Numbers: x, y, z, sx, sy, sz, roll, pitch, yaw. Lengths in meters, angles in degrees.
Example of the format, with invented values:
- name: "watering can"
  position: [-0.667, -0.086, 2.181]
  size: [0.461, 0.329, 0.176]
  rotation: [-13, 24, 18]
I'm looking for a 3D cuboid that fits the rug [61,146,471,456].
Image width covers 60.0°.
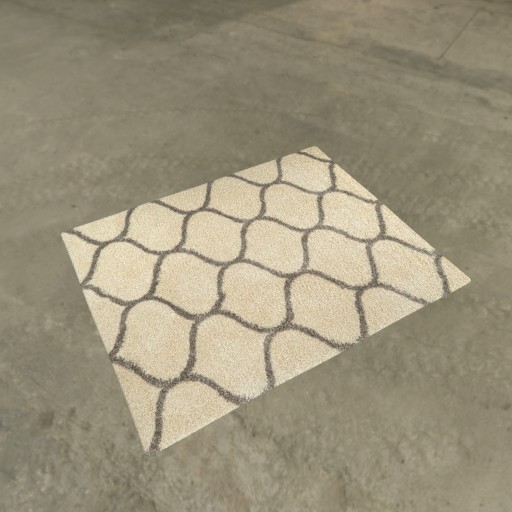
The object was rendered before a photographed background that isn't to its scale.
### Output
- name: "rug"
  position: [0.000, 0.000, 4.091]
  size: [3.000, 0.026, 2.399]
  rotation: [-23, 51, -20]
